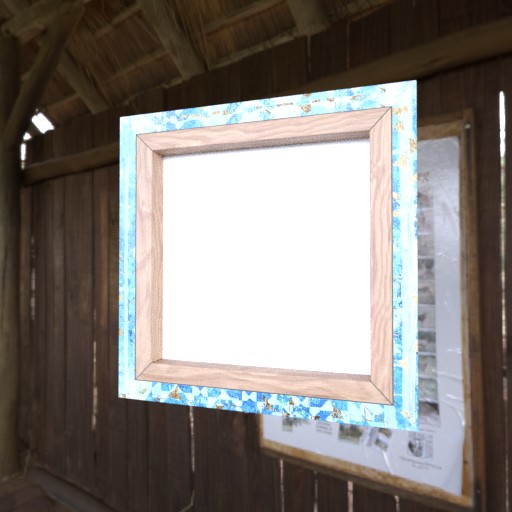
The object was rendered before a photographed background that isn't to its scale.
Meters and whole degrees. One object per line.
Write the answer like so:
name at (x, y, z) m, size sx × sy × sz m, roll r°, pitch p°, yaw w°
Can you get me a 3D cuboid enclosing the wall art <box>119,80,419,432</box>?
wall art at (0.000, 0.000, 0.592) m, size 0.405 × 0.405 × 0.037 m, roll 0°, pitch -1°, yaw 19°
